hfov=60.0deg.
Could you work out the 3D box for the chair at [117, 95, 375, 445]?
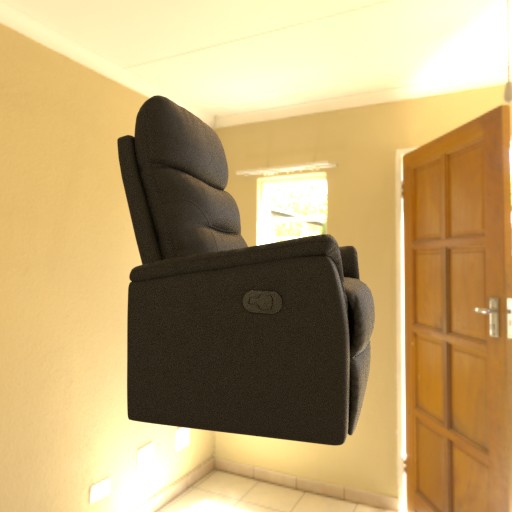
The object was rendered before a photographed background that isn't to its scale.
[{"bbox_3d":[0.000,0.000,1.630,0.831,1.082,0.775,0,-1,17],"label":"chair"}]
